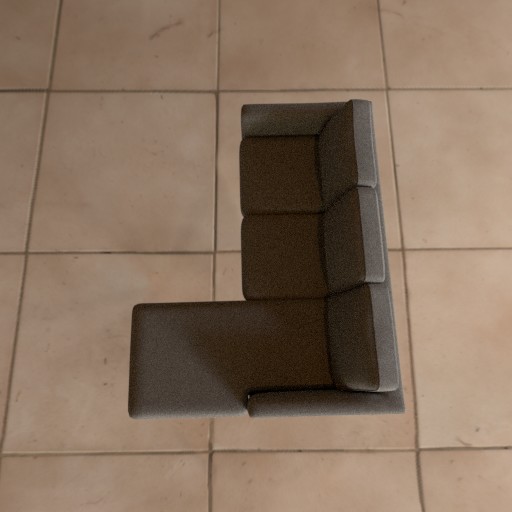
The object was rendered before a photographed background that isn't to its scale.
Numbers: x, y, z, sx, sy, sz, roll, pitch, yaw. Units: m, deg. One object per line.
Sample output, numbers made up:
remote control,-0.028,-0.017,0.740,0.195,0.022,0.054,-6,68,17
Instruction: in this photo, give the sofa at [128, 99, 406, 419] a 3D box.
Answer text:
sofa,0.000,0.000,3.005,1.667,0.957,2.055,-2,75,0
